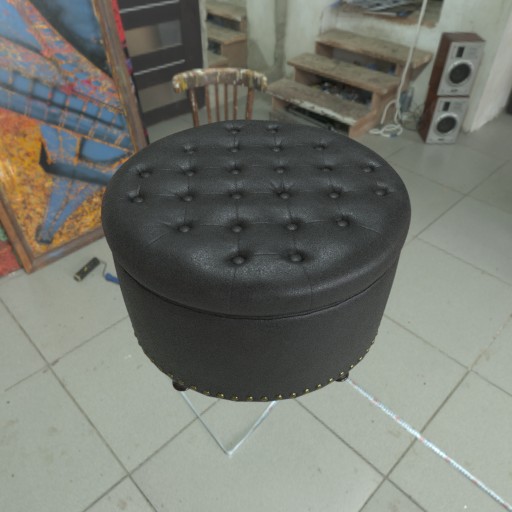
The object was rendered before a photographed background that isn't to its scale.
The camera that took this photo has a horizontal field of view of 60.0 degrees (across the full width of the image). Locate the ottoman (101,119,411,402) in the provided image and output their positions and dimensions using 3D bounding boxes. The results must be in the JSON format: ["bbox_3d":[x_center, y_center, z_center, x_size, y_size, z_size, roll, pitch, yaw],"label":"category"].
[{"bbox_3d":[0.000,0.000,1.059,0.637,0.442,0.637,0,41,0],"label":"ottoman"}]
